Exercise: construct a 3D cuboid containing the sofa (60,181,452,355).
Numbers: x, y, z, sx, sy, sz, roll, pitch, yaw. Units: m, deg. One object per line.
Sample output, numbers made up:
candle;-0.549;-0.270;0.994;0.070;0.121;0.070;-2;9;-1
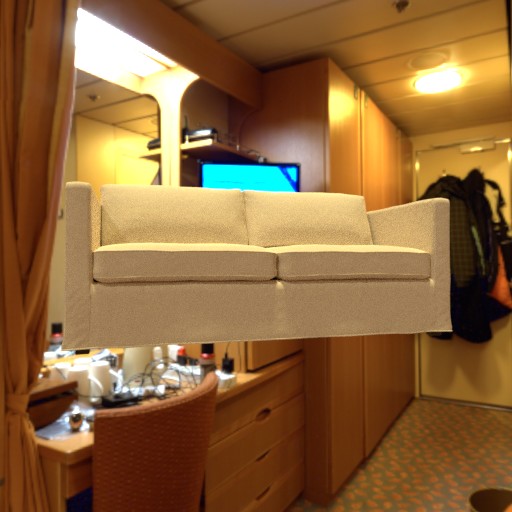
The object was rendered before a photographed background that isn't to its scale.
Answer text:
sofa;0.000;0.000;2.582;1.987;0.870;0.940;0;-1;-16
